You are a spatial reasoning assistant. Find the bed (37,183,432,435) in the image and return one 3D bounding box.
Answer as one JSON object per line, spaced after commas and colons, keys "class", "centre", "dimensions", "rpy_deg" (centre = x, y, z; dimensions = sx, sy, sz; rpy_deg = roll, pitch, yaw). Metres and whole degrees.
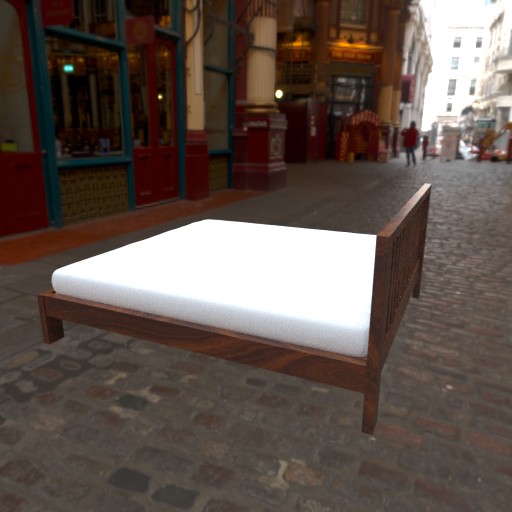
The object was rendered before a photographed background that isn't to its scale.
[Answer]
{"class": "bed", "centre": [0.000, 0.000, 3.057], "dimensions": [2.030, 0.890, 1.905], "rpy_deg": [7, 17, 24]}
